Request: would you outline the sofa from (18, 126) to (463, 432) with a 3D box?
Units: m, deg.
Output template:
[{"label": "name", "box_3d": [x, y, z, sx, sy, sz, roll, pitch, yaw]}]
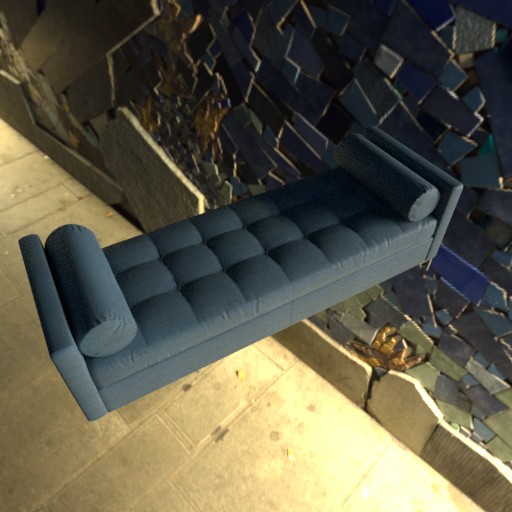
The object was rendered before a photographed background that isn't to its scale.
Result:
[{"label": "sofa", "box_3d": [0.000, 0.000, 2.251, 1.981, 0.635, 0.686, -22, 49, -20]}]
